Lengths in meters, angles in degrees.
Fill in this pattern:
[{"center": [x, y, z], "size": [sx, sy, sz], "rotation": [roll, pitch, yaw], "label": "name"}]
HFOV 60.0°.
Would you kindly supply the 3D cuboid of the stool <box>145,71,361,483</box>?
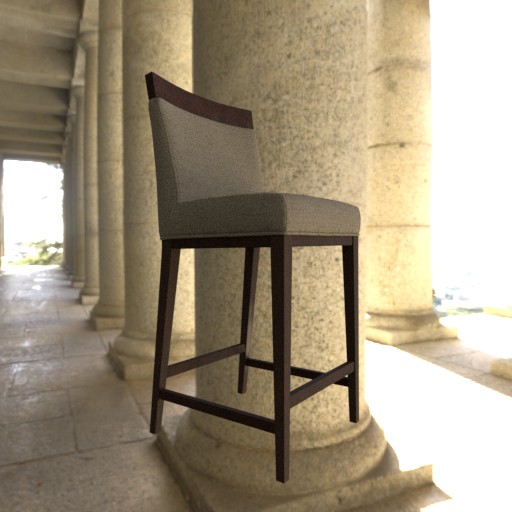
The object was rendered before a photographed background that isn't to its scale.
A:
[{"center": [0.000, 0.000, 1.436], "size": [0.531, 1.117, 0.511], "rotation": [2, 3, 36], "label": "stool"}]
